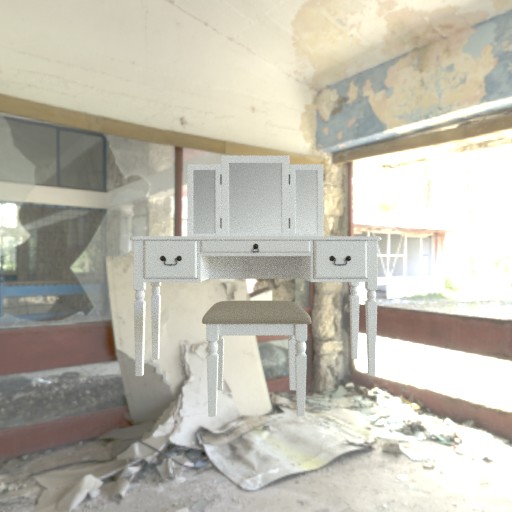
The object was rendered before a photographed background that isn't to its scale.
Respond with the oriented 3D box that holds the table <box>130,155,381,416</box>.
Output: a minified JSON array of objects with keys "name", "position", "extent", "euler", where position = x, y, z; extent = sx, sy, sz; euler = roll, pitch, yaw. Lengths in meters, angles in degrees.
[{"name":"table","position":[0.000,0.000,2.333],"extent":[1.369,1.310,1.115],"euler":[0,-1,0]}]
